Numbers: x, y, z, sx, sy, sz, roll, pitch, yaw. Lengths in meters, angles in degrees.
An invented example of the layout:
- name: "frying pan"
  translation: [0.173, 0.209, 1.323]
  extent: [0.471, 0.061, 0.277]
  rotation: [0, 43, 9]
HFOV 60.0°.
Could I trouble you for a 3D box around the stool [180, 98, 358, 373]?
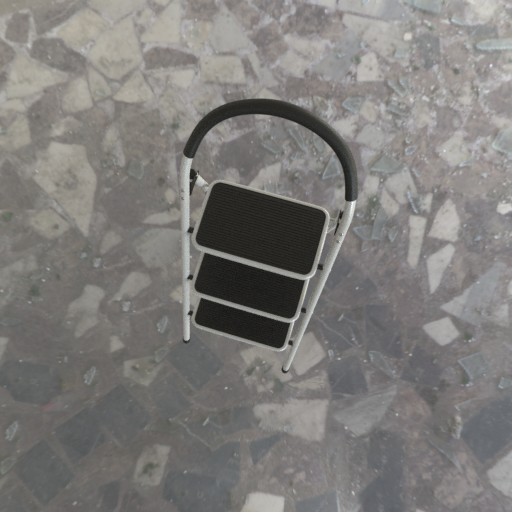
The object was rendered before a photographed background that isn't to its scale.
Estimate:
- name: "stool"
  translation: [0.000, 0.000, 1.497]
  extent: [0.485, 1.109, 0.676]
  rotation: [16, 76, 4]
